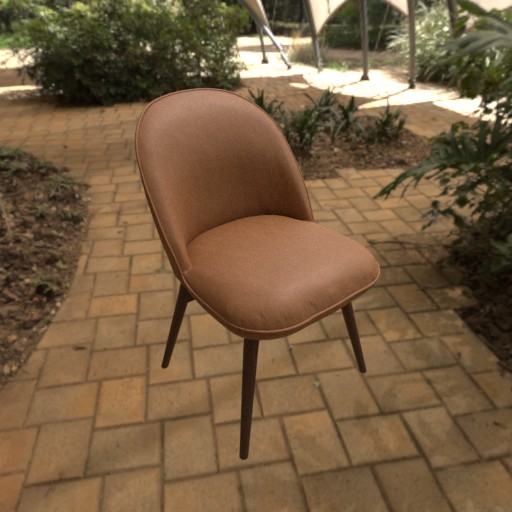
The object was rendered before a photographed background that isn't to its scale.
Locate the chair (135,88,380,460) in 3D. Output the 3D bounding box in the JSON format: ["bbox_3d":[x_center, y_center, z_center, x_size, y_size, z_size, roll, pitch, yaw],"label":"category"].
[{"bbox_3d":[0.000,0.000,1.282,0.521,0.831,0.631,-23,38,-33],"label":"chair"}]
